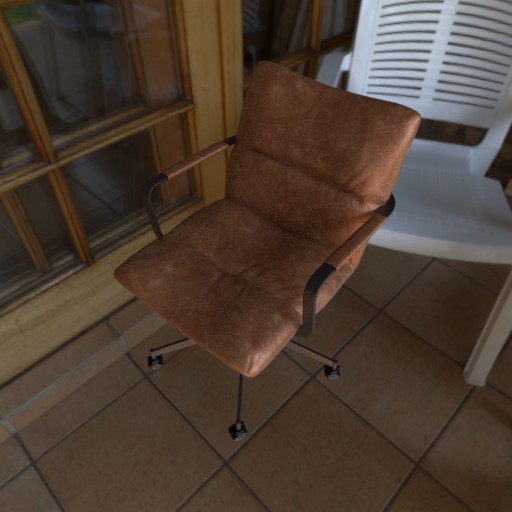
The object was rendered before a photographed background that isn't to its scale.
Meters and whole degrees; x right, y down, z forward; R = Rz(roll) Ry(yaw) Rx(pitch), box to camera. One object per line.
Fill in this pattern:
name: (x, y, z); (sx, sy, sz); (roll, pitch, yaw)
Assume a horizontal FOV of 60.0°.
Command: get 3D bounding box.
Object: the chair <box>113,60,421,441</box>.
chair: (0.000, 0.000, 1.449); (0.727, 0.922, 0.754); (30, 53, 26)
